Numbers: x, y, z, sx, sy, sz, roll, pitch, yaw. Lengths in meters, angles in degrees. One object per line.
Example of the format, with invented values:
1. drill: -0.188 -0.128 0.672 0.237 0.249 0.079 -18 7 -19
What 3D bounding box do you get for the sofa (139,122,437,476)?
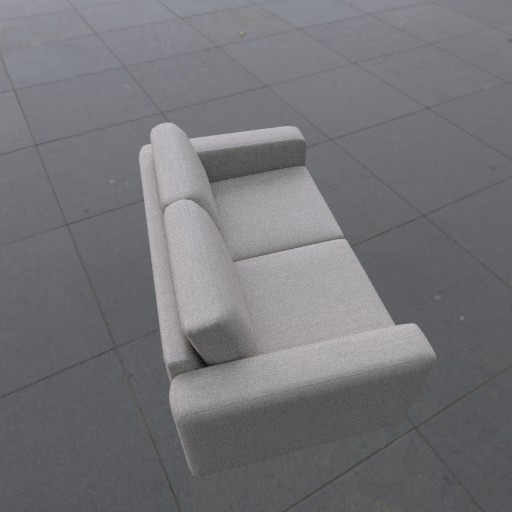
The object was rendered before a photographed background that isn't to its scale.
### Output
1. sofa: 0.000 0.000 2.016 0.900 0.800 1.540 -10 47 -10
